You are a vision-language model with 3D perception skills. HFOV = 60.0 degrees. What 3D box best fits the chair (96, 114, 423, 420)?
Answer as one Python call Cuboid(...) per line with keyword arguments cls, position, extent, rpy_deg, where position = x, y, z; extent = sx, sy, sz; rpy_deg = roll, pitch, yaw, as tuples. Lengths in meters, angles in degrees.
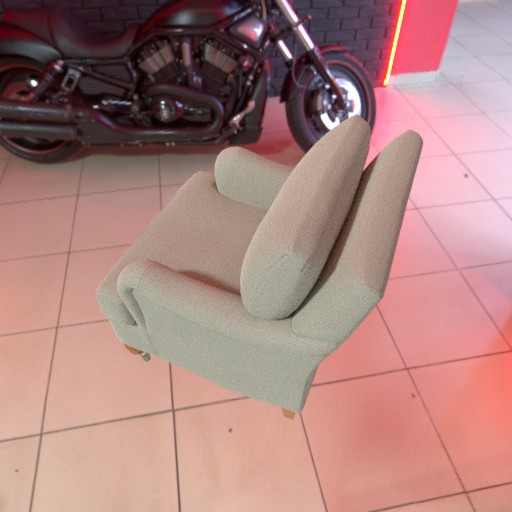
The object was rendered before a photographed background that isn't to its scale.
Cuboid(cls="chair", position=(0.000, 0.000, 1.907), extent=(1.070, 1.038, 0.955), rpy_deg=(16, 48, 15))
